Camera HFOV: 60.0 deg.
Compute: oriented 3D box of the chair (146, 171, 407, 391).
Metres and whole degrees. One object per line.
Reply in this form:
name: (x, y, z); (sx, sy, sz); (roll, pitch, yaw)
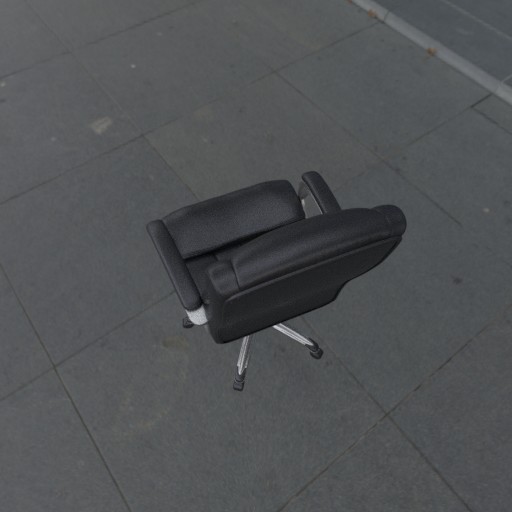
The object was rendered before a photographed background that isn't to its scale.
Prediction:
chair: (0.000, 0.000, 1.588); (0.663, 1.155, 0.739); (-19, 61, -11)
